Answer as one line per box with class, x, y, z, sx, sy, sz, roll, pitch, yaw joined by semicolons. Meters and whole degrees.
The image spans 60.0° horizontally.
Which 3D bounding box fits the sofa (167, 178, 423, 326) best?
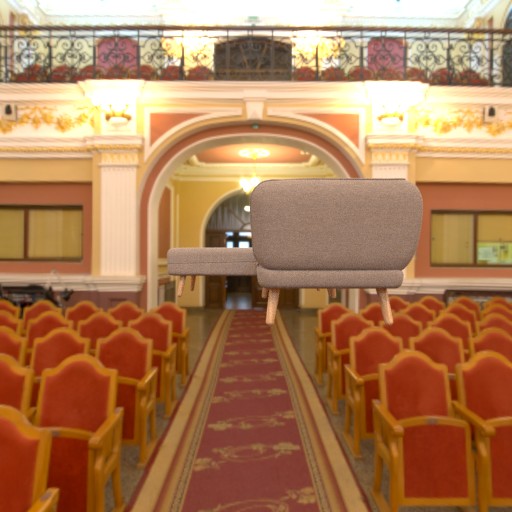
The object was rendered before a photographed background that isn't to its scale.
sofa;0.000;0.000;3.308;1.532;0.693;2.653;0;0;0
